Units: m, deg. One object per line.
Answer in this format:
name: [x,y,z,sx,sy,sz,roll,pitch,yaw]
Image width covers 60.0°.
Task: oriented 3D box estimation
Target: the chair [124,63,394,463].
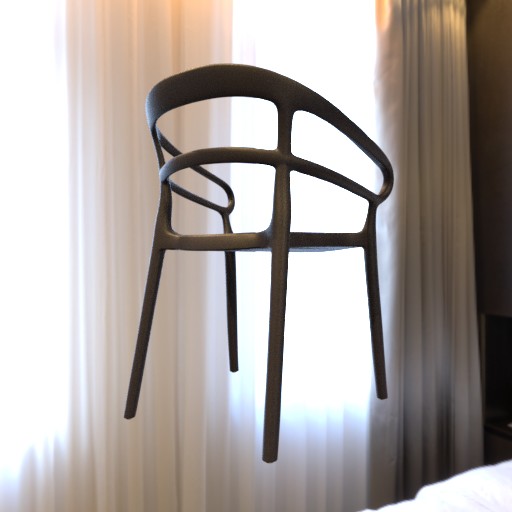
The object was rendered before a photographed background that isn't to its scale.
chair: [0.000,0.000,1.126,0.559,0.761,0.527,0,0,34]
